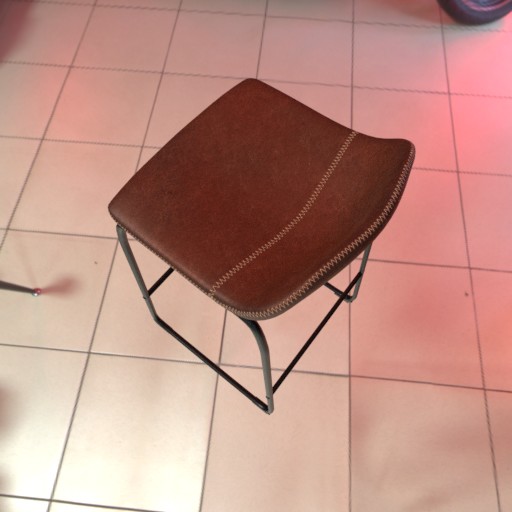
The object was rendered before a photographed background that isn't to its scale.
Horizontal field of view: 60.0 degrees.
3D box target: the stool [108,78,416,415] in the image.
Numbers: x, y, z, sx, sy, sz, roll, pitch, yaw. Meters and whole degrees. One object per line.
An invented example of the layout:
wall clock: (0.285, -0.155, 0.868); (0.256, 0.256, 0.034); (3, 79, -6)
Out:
stool: (0.000, 0.000, 1.059); (0.473, 0.830, 0.454); (35, 69, 16)
